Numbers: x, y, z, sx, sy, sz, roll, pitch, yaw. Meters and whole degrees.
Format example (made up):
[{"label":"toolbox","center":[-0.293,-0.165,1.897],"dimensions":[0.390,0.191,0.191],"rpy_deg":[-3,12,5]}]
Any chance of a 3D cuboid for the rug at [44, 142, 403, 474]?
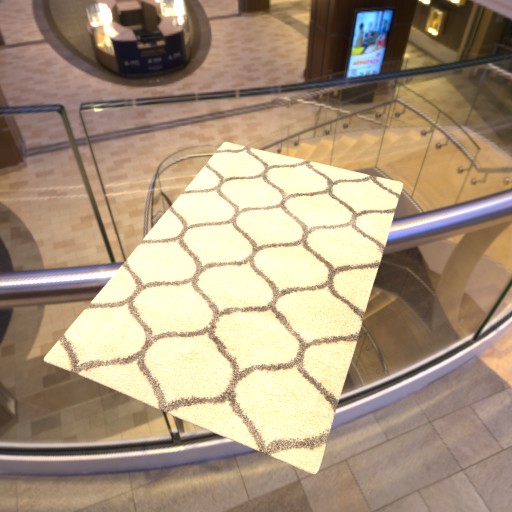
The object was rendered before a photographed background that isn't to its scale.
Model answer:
[{"label":"rug","center":[0.000,0.000,3.414],"dimensions":[1.801,0.026,2.701],"rpy_deg":[17,49,15]}]
